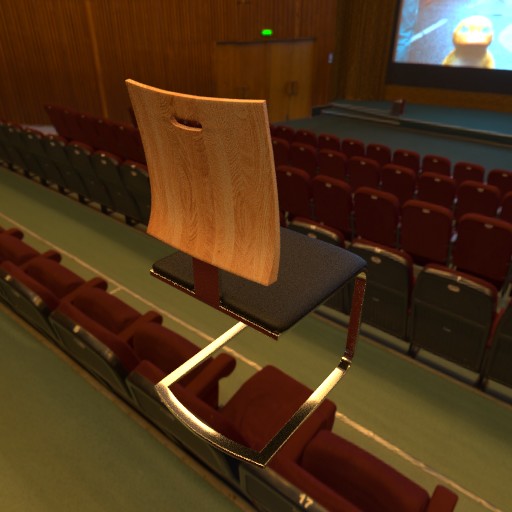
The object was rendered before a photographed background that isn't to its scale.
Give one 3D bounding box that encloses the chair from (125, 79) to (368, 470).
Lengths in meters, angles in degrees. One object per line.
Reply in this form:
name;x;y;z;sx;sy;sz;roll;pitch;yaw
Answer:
chair;0.000;0.000;1.233;0.462;0.936;0.560;22;37;33
